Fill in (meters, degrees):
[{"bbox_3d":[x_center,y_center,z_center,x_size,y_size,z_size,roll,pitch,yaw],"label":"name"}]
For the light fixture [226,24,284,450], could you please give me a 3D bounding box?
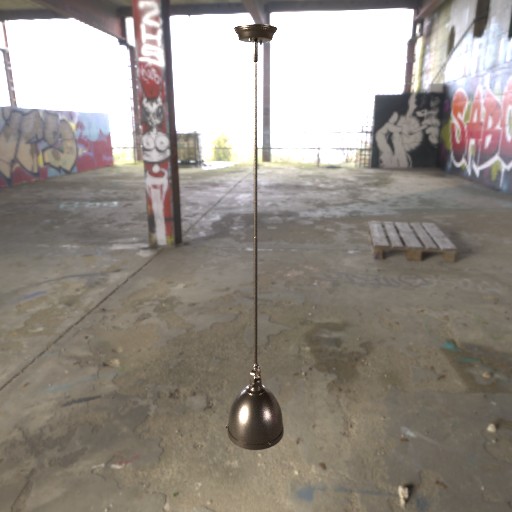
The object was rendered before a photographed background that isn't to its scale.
[{"bbox_3d":[0.000,0.000,1.474,0.211,1.367,0.217,8,18,25],"label":"light fixture"}]
